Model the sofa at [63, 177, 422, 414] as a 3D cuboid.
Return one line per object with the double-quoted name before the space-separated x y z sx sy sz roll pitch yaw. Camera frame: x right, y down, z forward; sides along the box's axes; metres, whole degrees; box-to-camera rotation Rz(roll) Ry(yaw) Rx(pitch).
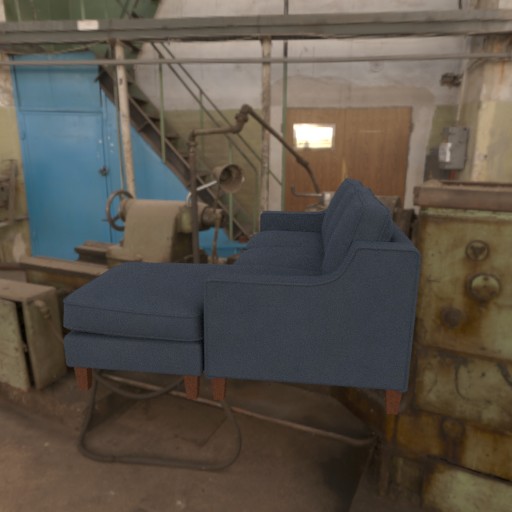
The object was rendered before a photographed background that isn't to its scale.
"sofa" 0.000 0.000 3.316 1.858 1.066 2.317 2 15 8
